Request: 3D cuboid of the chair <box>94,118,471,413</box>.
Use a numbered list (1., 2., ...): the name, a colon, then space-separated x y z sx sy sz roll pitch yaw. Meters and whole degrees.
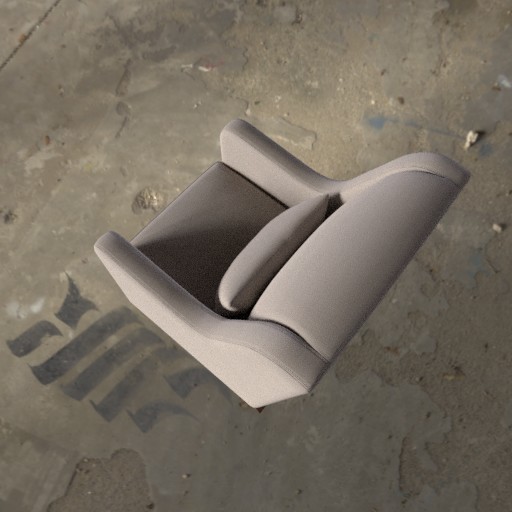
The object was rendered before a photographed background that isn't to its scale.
1. chair: 0.000 0.000 1.540 0.863 1.010 0.715 36 69 17
